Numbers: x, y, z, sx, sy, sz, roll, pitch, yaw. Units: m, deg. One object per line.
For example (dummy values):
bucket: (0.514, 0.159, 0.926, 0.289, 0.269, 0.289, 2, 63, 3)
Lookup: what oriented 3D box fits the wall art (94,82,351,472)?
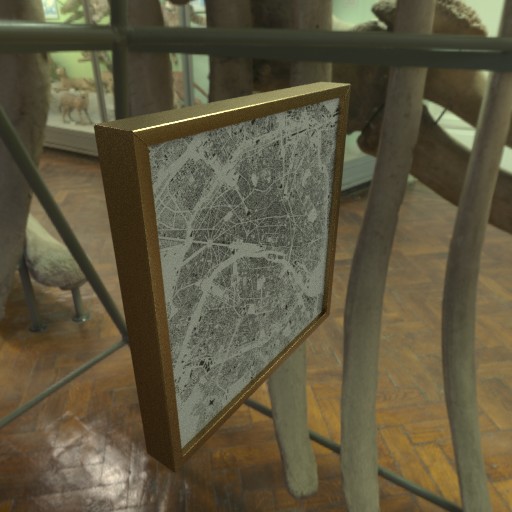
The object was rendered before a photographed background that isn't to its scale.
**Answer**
wall art: (0.000, 0.000, 0.451, 0.037, 0.305, 0.305, 18, 32, 31)
